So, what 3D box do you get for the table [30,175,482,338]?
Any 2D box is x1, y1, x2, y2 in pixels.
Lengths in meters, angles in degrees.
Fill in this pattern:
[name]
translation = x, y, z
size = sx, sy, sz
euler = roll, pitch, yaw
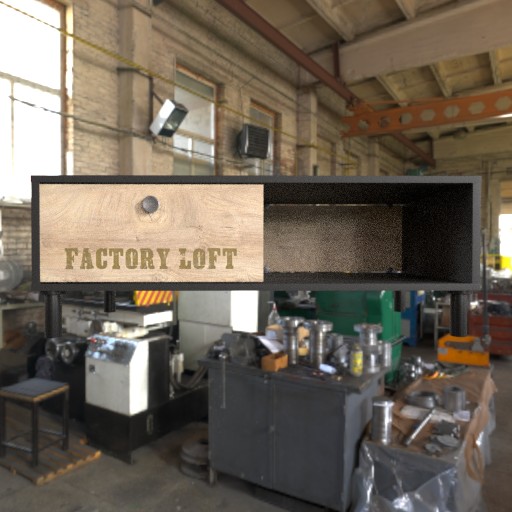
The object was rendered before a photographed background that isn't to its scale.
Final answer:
[table]
translation = 0.000, 0.000, 1.345
size = 1.100, 0.400, 0.550
euler = 0, 1, -1
